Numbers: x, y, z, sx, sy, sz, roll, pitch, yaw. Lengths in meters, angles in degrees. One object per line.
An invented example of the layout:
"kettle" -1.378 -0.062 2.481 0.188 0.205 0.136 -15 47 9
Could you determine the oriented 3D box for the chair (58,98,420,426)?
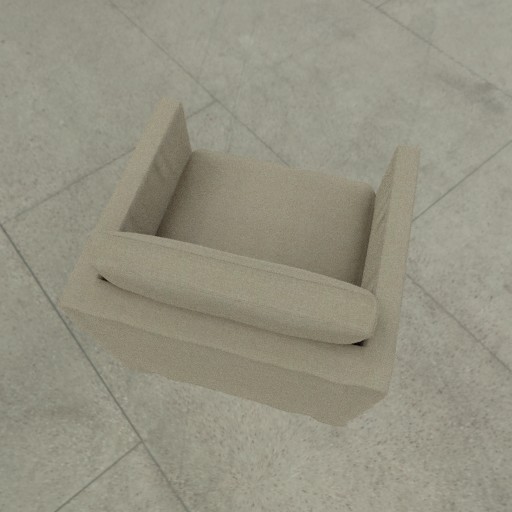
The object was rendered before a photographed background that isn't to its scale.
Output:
"chair" 0.000 0.000 1.731 1.057 0.863 0.949 13 63 7
